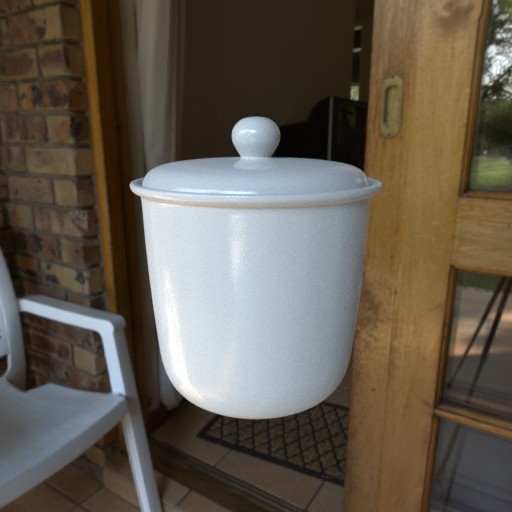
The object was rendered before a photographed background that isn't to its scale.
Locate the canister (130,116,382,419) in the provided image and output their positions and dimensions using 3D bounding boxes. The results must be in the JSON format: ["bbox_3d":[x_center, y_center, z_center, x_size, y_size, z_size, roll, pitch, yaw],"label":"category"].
[{"bbox_3d":[0.000,0.000,0.346,0.182,0.208,0.182,0,15,0],"label":"canister"}]
